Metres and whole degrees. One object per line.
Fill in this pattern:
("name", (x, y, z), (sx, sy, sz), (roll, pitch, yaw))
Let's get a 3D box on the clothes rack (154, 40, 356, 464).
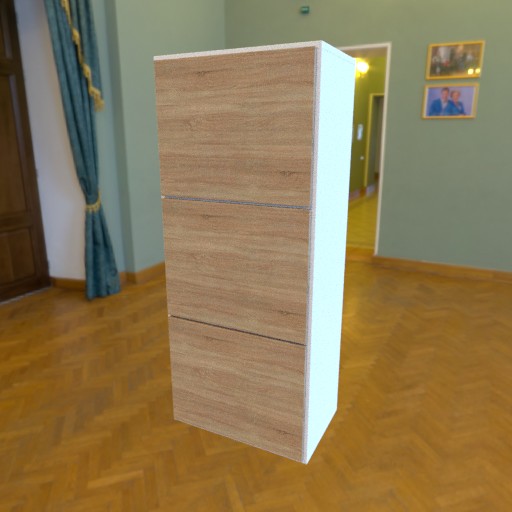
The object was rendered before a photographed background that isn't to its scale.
("clothes rack", (0.000, 0.000, 1.437), (0.500, 1.187, 0.331), (8, 17, 26))
